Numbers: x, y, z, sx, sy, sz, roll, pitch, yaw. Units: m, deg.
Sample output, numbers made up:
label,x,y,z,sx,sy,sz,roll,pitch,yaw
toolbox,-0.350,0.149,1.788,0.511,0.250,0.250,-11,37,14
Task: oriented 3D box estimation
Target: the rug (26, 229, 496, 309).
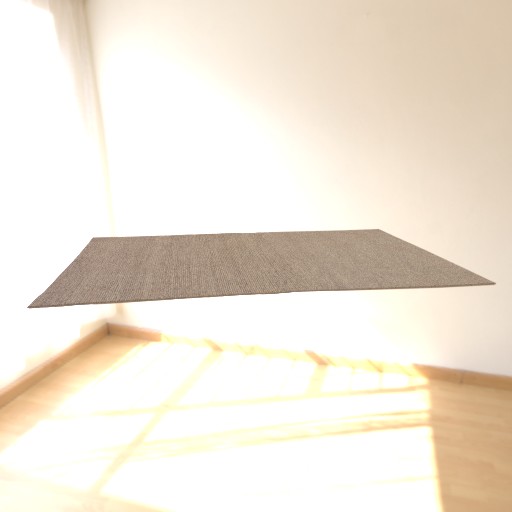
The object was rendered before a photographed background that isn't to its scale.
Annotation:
label,x,y,z,sx,sy,sz,roll,pitch,yaw
rug,0.000,0.000,2.204,1.792,0.021,1.154,-2,15,-8
